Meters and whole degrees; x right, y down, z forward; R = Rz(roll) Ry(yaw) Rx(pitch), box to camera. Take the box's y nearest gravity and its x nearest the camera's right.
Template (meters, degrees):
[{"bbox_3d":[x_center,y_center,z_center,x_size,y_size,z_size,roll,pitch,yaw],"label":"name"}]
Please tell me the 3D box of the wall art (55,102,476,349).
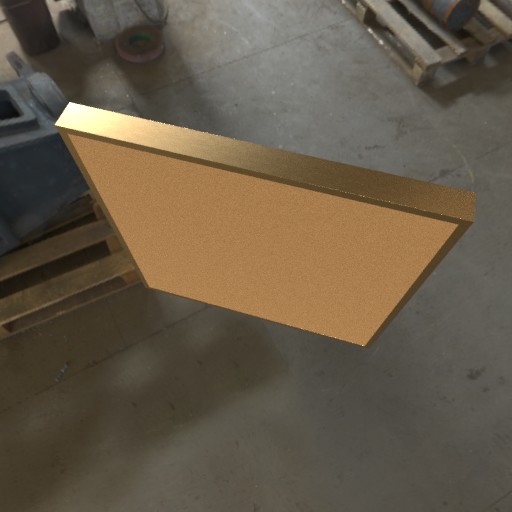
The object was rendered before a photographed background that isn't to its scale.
[{"bbox_3d":[0.000,0.000,0.753,0.509,0.509,0.040,14,63,7],"label":"wall art"}]
